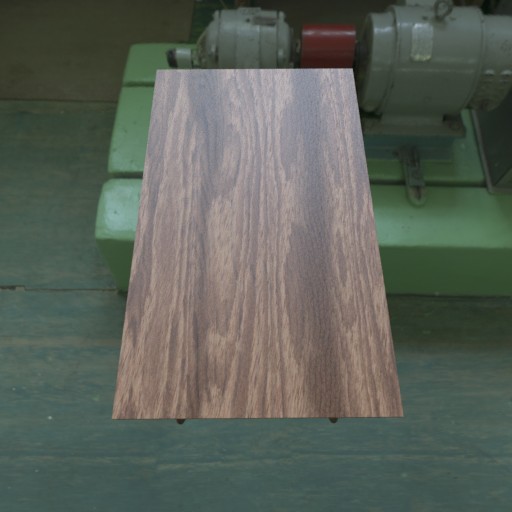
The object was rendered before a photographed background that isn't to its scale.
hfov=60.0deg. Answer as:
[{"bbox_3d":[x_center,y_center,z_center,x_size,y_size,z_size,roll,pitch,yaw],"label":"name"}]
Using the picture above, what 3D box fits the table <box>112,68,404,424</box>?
[{"bbox_3d":[0.000,0.000,1.838,0.801,0.724,1.349,0,64,0],"label":"table"}]
